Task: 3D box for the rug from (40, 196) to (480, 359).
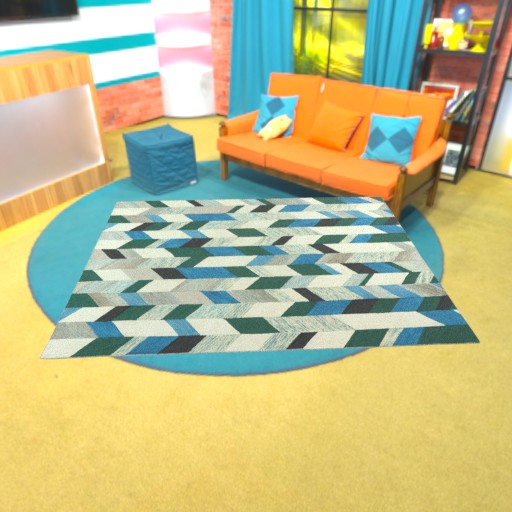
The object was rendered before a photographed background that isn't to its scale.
[{"bbox_3d":[0.000,0.000,4.060,3.036,0.008,2.440,-1,32,-2],"label":"rug"}]
